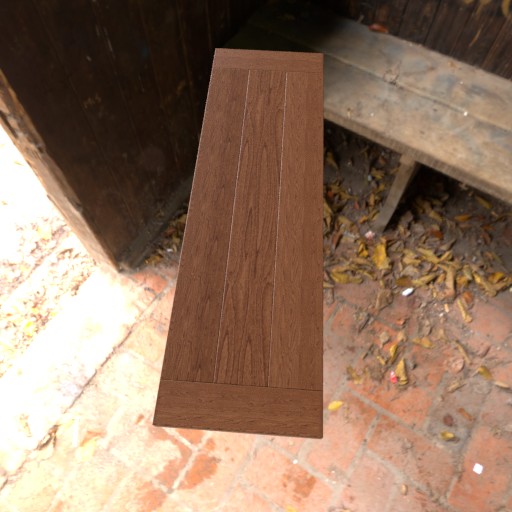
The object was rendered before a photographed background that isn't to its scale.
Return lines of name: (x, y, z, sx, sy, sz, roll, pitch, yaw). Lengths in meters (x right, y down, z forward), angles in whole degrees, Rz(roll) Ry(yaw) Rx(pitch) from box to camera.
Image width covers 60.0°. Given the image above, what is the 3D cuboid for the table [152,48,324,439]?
table: (0.000, 0.000, 1.874, 0.461, 0.852, 1.478, 4, 63, 2)
